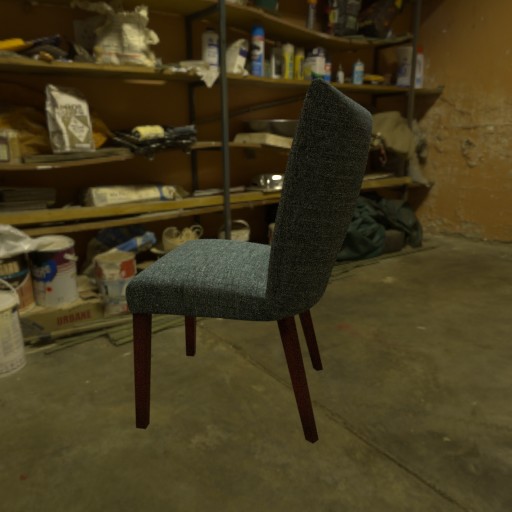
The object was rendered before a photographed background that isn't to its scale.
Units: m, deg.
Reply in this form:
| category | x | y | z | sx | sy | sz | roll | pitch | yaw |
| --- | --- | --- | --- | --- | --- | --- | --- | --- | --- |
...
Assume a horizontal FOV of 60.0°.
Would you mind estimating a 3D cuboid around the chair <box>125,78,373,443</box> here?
| category | x | y | z | sx | sy | sz | roll | pitch | yaw |
| --- | --- | --- | --- | --- | --- | --- | --- | --- | --- |
| chair | 0.000 | 0.000 | 1.318 | 0.623 | 0.924 | 0.535 | 3 | 15 | 10 |
